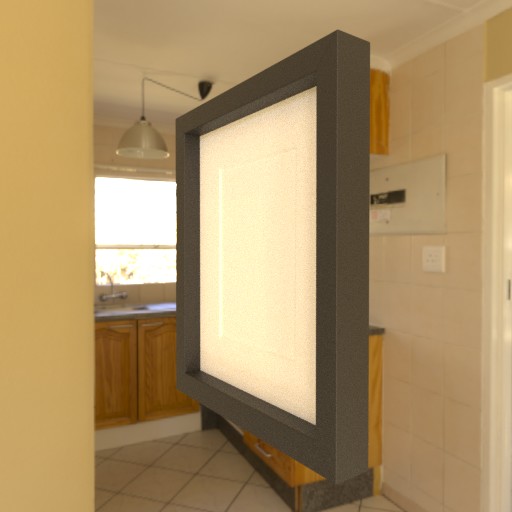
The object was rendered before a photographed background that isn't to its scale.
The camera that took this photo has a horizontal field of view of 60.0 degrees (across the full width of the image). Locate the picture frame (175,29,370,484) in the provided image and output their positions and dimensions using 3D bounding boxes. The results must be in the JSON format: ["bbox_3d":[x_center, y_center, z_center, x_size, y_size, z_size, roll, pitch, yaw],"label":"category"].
[{"bbox_3d":[0.000,0.000,0.383,0.042,0.284,0.232,-1,1,-35],"label":"picture frame"}]
